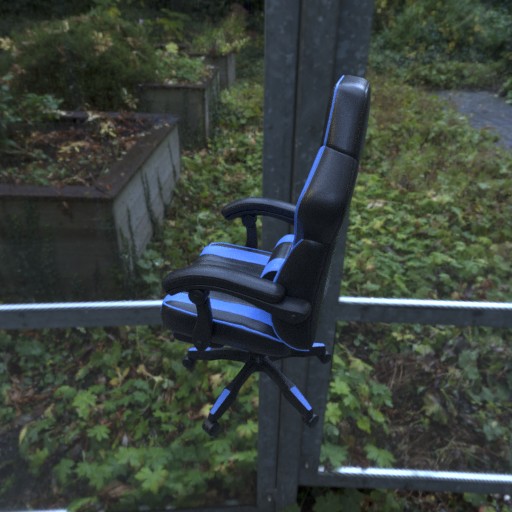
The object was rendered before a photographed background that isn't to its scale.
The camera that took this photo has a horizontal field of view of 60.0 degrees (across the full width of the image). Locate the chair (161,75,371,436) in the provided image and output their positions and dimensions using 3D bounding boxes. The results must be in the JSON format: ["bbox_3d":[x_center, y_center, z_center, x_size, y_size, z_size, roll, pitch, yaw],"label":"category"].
[{"bbox_3d":[0.000,0.000,1.678,0.700,1.280,0.700,8,31,13],"label":"chair"}]
